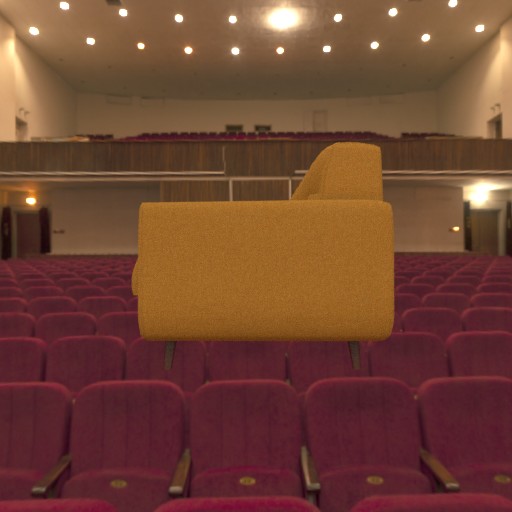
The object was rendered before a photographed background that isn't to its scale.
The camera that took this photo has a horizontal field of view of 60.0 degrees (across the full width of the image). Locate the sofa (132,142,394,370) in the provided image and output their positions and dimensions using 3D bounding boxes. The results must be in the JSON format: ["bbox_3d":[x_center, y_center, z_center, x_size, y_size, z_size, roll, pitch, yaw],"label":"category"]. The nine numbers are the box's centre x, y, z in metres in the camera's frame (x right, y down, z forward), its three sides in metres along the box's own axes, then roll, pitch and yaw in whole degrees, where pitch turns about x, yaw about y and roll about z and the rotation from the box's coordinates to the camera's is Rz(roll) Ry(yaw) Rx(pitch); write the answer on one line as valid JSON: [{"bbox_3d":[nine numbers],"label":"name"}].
[{"bbox_3d":[0.000,0.000,2.477,0.909,0.841,2.029,0,0,0],"label":"sofa"}]
